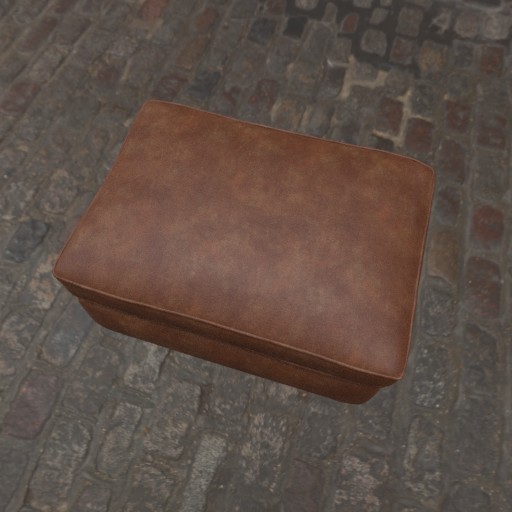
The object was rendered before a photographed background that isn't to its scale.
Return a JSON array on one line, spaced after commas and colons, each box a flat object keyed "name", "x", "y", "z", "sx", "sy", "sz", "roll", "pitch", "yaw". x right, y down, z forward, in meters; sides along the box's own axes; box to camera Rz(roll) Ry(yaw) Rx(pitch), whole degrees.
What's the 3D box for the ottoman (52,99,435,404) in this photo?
[{"name": "ottoman", "x": 0.000, "y": 0.000, "z": 1.012, "sx": 0.665, "sy": 0.418, "sz": 0.501, "roll": 15, "pitch": 65, "yaw": 7}]
